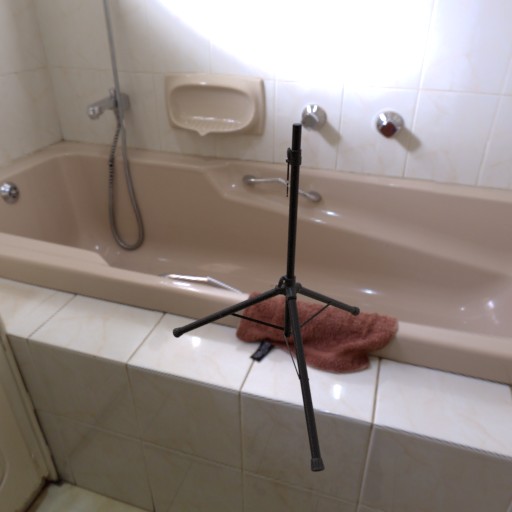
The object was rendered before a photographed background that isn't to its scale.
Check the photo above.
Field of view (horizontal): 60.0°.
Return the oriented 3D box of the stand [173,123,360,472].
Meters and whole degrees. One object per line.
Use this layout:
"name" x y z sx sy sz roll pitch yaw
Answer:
"stand" 0.000 0.000 1.896 0.907 1.136 1.045 11 32 17
